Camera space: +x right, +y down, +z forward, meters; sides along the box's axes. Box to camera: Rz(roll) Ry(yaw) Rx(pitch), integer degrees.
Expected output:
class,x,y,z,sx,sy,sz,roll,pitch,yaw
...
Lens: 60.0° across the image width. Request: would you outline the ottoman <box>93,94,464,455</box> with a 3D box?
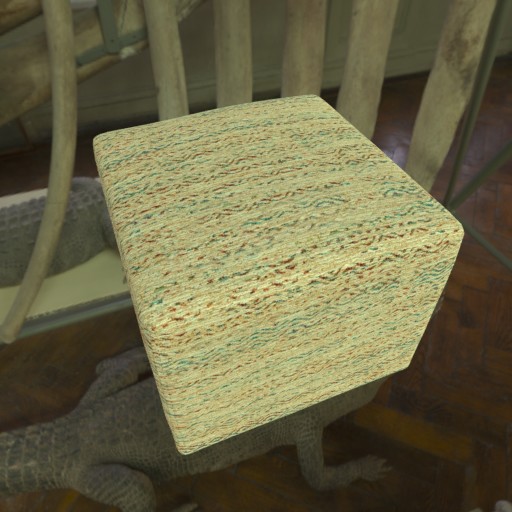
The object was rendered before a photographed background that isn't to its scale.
class,x,y,z,sx,sy,sz,roll,pitch,yaw
ottoman,0.000,0.000,0.910,0.512,0.453,0.521,-16,47,-15
